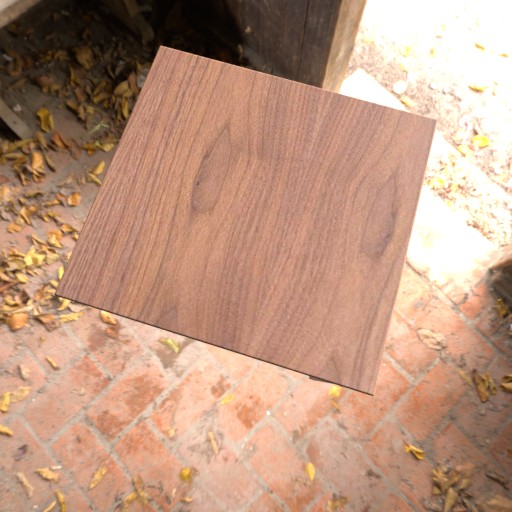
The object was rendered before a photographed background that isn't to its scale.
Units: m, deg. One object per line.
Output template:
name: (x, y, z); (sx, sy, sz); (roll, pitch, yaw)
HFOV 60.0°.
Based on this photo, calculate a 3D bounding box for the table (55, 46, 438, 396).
table: (0.000, 0.000, 0.859); (0.411, 0.567, 0.384); (17, 76, 4)
